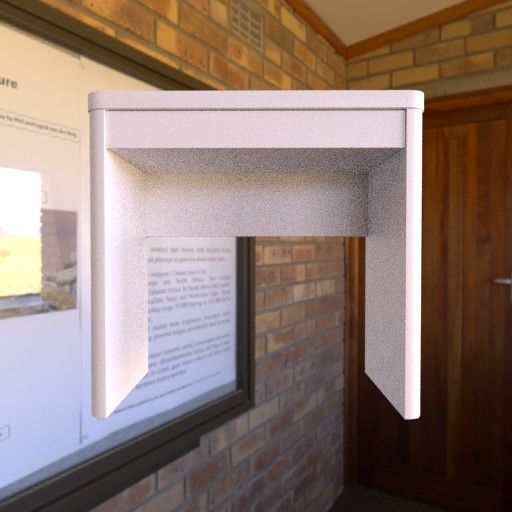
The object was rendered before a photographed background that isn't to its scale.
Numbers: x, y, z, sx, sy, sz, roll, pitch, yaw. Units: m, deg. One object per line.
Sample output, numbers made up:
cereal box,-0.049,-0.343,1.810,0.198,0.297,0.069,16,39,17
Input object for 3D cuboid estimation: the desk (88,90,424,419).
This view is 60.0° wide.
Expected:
desk,0.000,0.000,1.236,0.790,0.760,0.446,0,1,0
